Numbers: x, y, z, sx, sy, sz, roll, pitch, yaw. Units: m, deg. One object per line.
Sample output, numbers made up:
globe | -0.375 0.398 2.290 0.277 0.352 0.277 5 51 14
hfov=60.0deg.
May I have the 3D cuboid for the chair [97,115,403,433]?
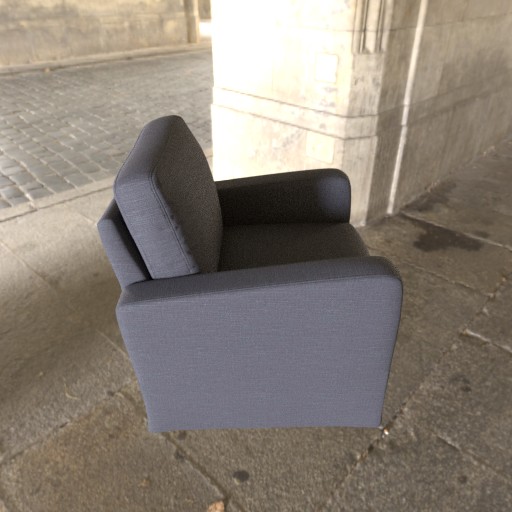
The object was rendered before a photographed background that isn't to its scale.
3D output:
chair | 0.000 0.000 1.550 0.863 0.855 0.798 -1 32 -1
